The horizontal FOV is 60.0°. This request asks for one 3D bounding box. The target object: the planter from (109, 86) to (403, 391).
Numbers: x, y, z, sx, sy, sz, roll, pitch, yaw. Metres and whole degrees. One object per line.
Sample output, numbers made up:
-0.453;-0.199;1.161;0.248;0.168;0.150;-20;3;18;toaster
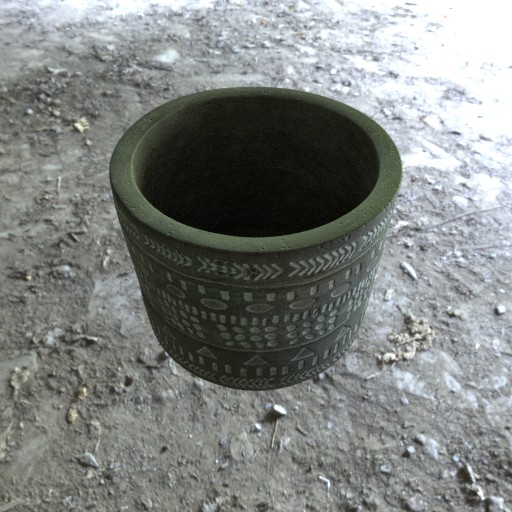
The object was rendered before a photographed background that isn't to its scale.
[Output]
0.000;0.000;0.270;0.142;0.149;0.142;0;46;0;planter
